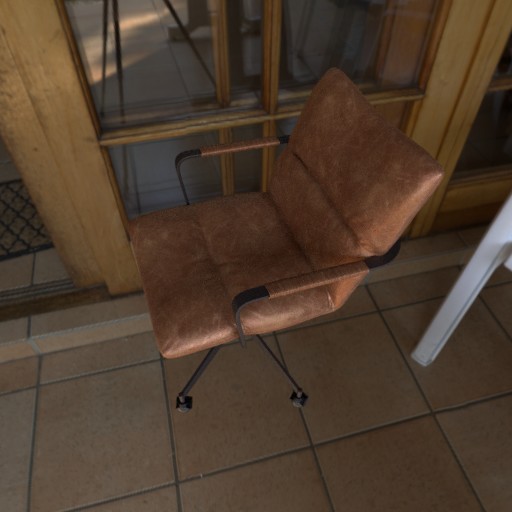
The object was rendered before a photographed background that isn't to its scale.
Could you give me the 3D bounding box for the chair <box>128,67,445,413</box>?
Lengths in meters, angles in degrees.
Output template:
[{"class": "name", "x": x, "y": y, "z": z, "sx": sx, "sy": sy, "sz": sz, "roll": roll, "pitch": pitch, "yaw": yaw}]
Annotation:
[{"class": "chair", "x": 0.000, "y": 0.000, "z": 1.446, "sx": 0.754, "sy": 0.922, "sz": 0.727, "roll": -15, "pitch": 50, "yaw": -13}]
